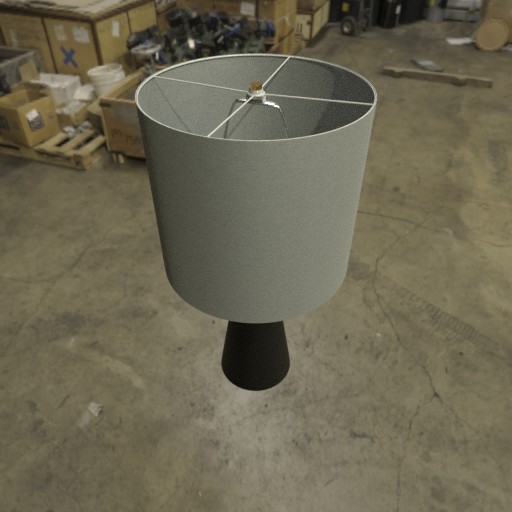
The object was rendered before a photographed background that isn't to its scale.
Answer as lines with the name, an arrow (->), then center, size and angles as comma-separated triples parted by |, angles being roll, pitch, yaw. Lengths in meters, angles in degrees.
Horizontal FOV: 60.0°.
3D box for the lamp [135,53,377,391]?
lamp -> 0.000, 0.000, 0.758 | 0.308, 0.580, 0.308 | 13, 42, 15
